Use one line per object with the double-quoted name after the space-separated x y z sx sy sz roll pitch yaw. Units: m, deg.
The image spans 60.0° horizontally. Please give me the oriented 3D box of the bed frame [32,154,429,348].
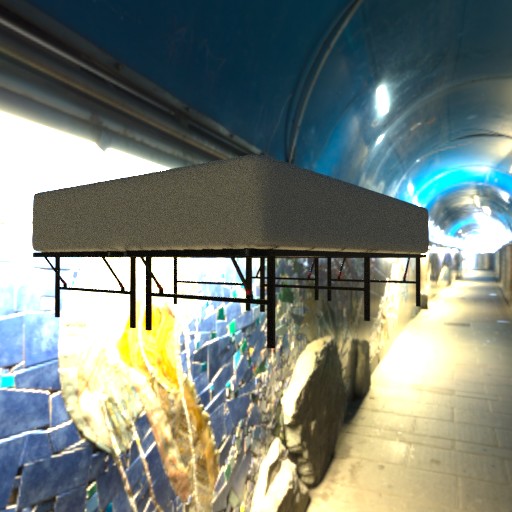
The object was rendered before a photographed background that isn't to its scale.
0.000 0.000 2.716 1.528 0.677 2.037 0 -1 36 "bed frame"
